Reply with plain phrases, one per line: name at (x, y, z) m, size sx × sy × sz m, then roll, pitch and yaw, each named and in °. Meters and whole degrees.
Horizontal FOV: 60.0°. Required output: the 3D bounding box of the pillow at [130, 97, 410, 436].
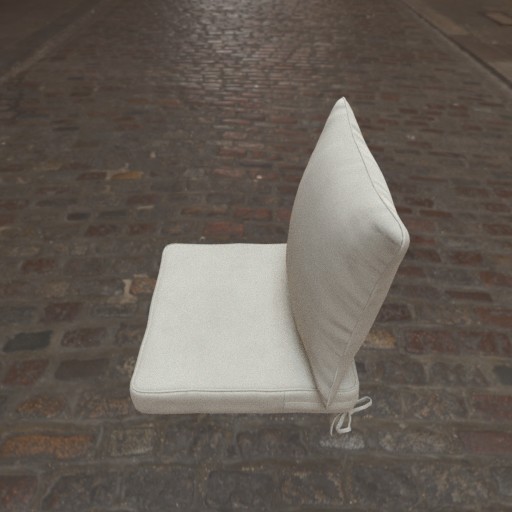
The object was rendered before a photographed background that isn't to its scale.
pillow at (0.000, 0.000, 1.356) m, size 0.733 × 0.716 × 0.798 m, roll 0°, pitch 40°, yaw 0°
